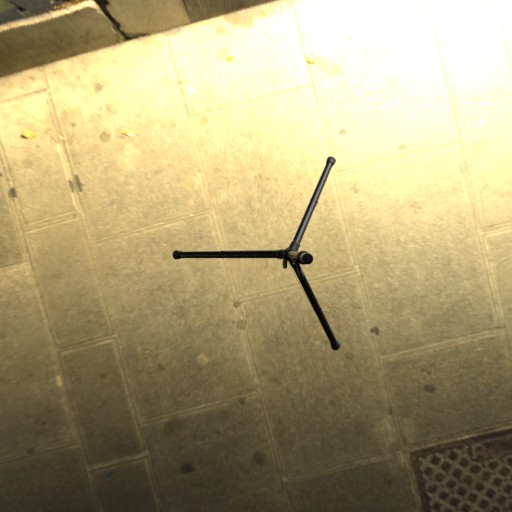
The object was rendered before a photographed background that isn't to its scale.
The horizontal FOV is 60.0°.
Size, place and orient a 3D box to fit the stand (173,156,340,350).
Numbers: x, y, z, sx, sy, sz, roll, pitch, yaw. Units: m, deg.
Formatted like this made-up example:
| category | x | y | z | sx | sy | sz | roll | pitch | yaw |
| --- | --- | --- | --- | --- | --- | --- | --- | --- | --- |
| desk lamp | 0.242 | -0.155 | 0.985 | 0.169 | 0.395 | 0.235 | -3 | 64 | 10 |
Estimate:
| category | x | y | z | sx | sy | sz | roll | pitch | yaw |
| --- | --- | --- | --- | --- | --- | --- | --- | --- | --- |
| stand | 0.000 | 0.000 | 1.856 | 0.907 | 1.136 | 1.045 | 0 | 91 | 0 |
